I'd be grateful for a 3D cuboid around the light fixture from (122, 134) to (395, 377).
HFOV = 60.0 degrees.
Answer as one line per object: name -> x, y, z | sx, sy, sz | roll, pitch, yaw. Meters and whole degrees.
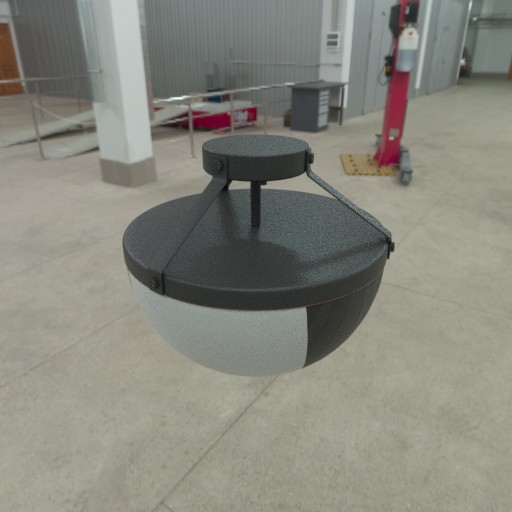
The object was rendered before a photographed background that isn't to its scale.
light fixture -> 0.000, 0.000, 0.538 | 0.304, 0.269, 0.304 | 0, 25, 0
